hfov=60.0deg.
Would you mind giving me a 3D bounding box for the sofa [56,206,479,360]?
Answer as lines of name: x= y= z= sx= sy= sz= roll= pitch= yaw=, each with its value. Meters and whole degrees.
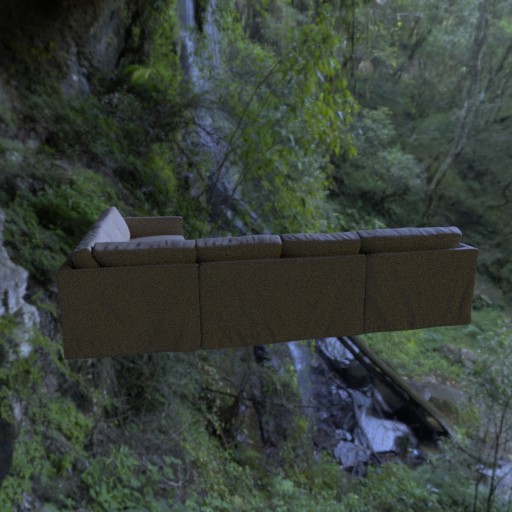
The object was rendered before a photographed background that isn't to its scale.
sofa: x=0.000 y=0.000 z=4.707 sx=3.528 sy=0.878 sz=2.476 roll=-3 pitch=14 yaw=-12
